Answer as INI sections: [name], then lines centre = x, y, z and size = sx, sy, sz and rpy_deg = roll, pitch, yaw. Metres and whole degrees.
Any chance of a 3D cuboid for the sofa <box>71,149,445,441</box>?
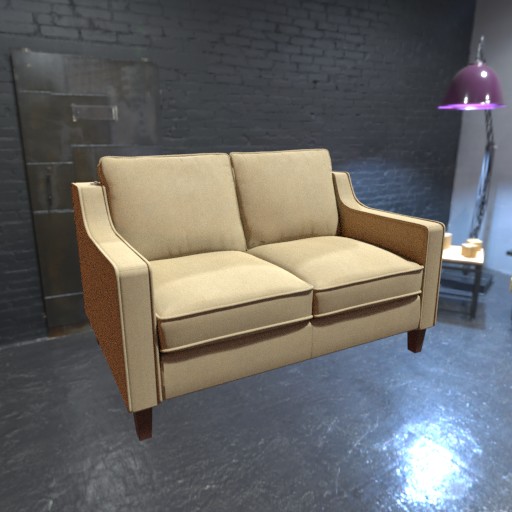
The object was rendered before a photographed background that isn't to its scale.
[sofa]
centre = 0.000, 0.000, 2.146
size = 1.501, 0.971, 0.987
rpy_deg = -8, 18, -27
